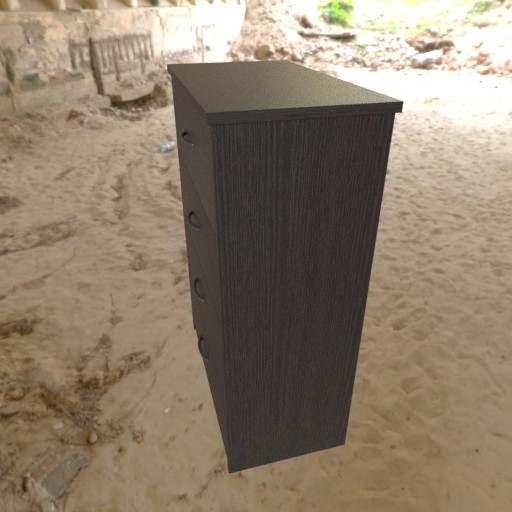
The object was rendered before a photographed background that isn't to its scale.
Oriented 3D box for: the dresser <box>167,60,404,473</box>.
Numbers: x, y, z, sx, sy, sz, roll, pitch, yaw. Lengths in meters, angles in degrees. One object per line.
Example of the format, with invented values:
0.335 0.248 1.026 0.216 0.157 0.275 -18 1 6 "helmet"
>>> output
0.000 0.000 1.359 0.399 1.020 0.704 -8 31 -13 "dresser"
